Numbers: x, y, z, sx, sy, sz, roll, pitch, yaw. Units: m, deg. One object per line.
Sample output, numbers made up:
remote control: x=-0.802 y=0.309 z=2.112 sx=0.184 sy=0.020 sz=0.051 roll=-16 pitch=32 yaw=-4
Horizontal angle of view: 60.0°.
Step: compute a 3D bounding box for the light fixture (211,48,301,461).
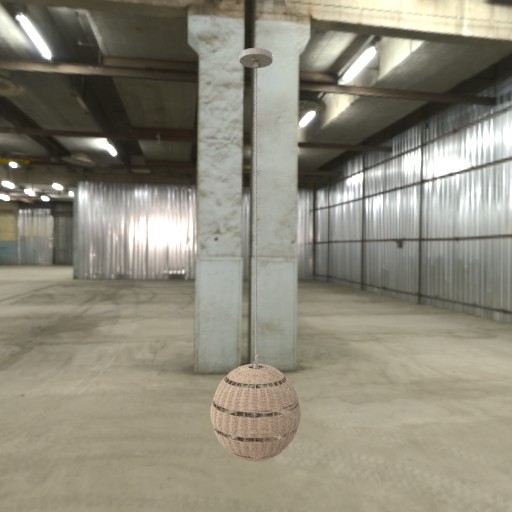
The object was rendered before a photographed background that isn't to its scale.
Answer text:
light fixture: x=0.000 y=0.000 z=2.240 sx=0.457 sy=2.019 sz=0.457 roll=0 pitch=0 yaw=19
